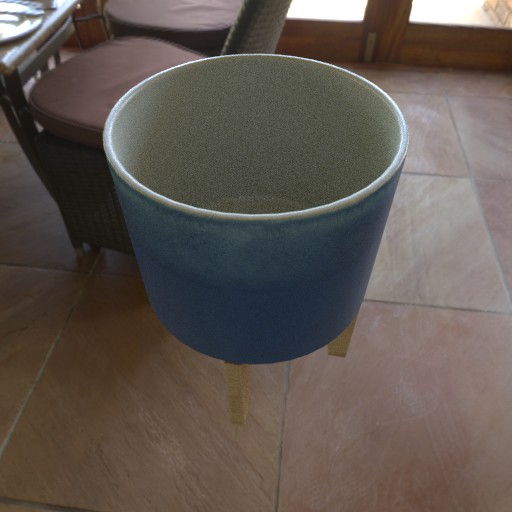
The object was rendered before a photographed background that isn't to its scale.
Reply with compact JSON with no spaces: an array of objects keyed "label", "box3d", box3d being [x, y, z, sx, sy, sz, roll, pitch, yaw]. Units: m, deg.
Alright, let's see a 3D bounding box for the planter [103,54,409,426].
[{"label":"planter","box3d":[0.000,0.000,0.381,0.192,0.263,0.192,0,48,0]}]
